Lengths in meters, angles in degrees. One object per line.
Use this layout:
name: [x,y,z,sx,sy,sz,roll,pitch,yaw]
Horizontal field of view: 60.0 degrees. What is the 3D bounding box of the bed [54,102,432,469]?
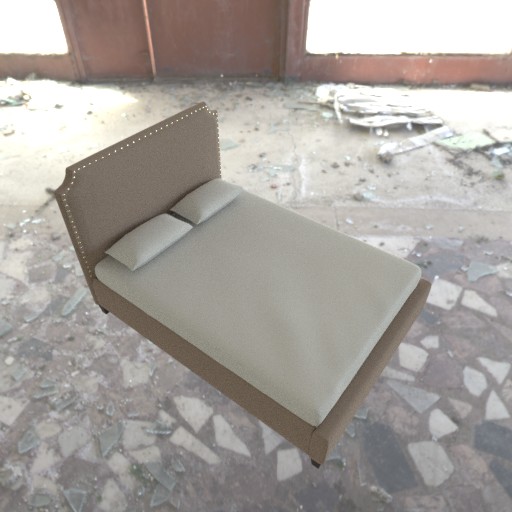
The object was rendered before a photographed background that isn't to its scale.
bed: [0.000,0.000,3.499,2.372,1.443,1.713,27,49,27]
